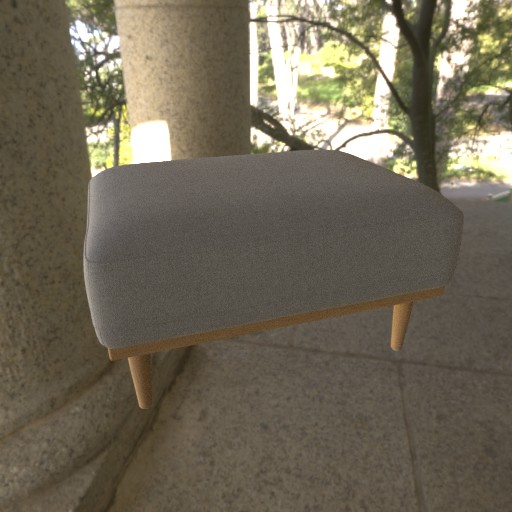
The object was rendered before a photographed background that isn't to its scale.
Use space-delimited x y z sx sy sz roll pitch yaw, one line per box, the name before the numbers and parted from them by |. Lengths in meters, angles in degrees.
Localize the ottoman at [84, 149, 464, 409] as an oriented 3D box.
ottoman | 0.000 0.000 1.079 0.749 0.428 0.549 -8 27 -17
